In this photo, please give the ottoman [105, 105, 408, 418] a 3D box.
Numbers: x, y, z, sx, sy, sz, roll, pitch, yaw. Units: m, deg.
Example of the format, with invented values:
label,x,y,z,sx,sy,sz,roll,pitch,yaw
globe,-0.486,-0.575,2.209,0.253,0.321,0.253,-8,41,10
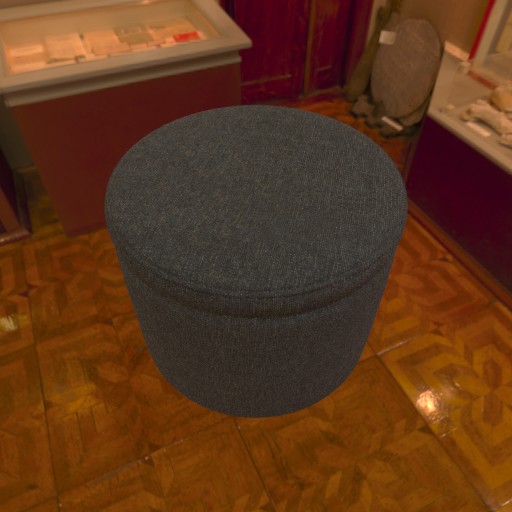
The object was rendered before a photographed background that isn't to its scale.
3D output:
label,x,y,z,sx,sy,sz,roll,pitch,yaw
ottoman,0.000,0.000,0.906,0.520,0.430,0.520,0,47,0
